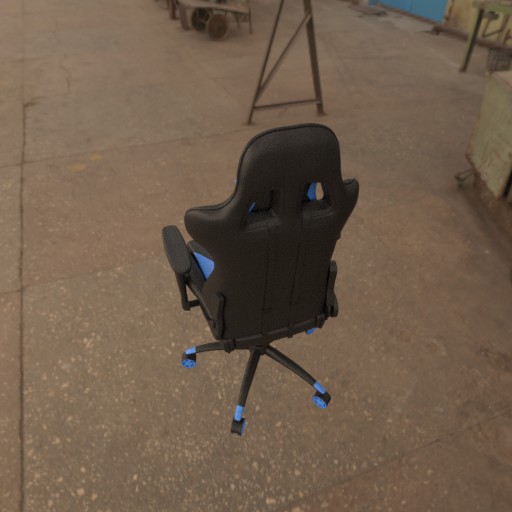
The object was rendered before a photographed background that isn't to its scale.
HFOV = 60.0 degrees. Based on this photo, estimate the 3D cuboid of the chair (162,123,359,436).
[{"bbox_3d":[0.000,0.000,1.732,0.695,1.282,0.730,-13,41,-15],"label":"chair"}]
